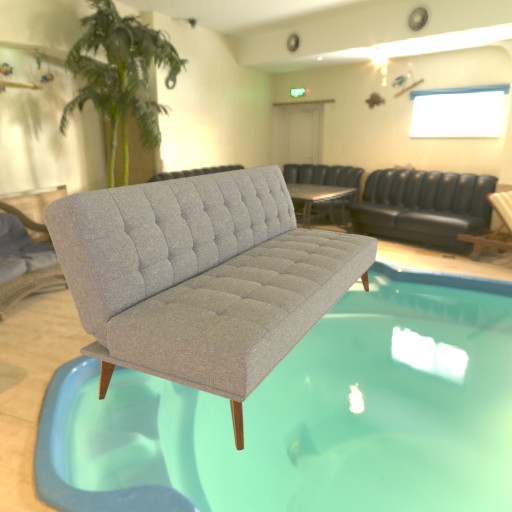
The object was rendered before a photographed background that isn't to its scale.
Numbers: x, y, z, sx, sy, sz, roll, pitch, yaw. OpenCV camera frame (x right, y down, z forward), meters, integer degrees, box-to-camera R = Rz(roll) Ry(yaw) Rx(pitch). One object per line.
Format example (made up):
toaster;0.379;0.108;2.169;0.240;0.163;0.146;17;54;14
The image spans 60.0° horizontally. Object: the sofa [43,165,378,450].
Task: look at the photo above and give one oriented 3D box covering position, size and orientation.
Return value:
sofa;0.000;0.000;2.281;0.860;0.810;1.800;8;17;26
